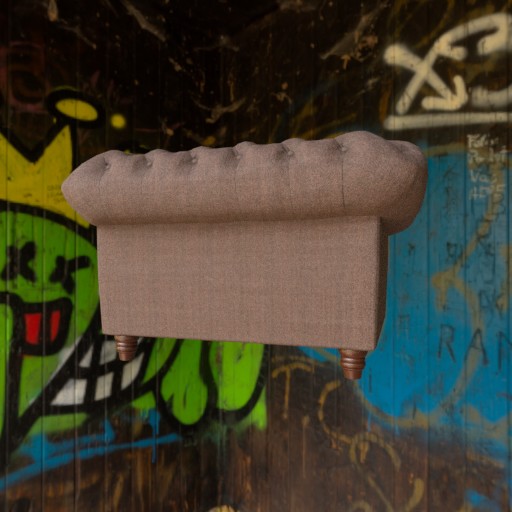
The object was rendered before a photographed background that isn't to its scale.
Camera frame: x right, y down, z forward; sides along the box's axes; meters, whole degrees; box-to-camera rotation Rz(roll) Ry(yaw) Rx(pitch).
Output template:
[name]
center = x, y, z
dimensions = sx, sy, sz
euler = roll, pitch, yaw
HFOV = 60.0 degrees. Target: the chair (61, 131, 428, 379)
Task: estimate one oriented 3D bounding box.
[chair]
center = 0.000, 0.000, 1.825
dimensions = 1.298, 0.780, 0.945
euler = 0, -1, 18
